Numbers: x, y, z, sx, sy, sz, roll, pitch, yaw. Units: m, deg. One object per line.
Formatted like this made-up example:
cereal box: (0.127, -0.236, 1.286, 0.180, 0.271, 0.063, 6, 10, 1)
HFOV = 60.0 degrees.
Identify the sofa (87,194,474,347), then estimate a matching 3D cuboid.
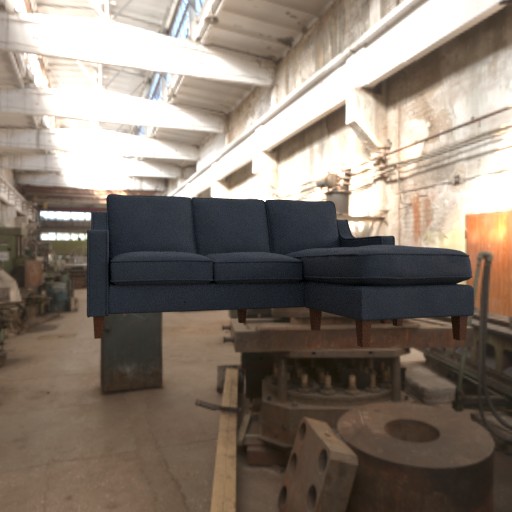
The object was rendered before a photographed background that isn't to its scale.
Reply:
sofa: (0.000, 0.000, 3.251, 2.317, 1.066, 1.858, 0, -1, -18)
